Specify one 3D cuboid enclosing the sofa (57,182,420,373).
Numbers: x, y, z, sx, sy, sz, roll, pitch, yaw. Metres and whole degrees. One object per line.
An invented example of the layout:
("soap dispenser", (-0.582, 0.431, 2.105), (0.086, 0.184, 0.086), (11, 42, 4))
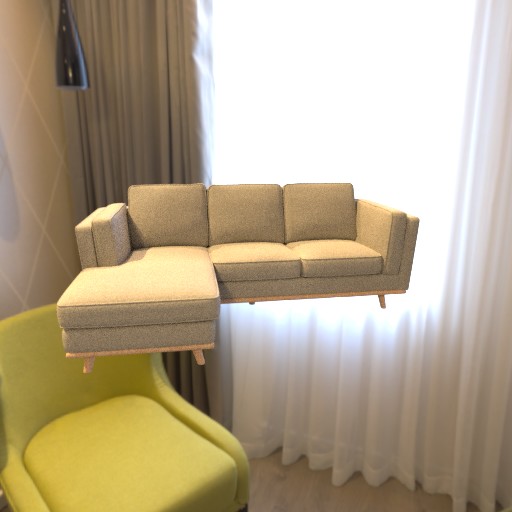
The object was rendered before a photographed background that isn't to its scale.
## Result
("sofa", (0.000, 0.000, 3.194), (2.411, 0.929, 1.604), (-2, 15, -8))
